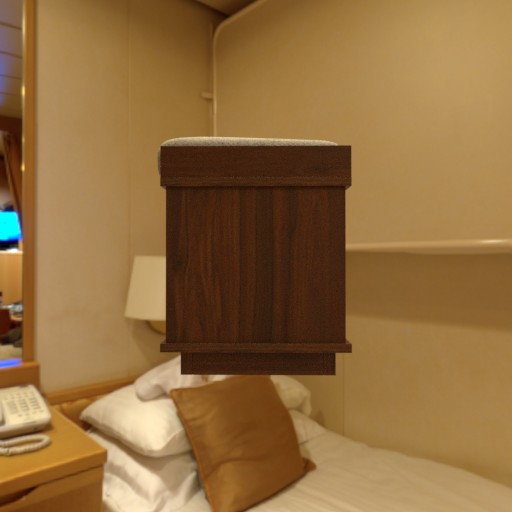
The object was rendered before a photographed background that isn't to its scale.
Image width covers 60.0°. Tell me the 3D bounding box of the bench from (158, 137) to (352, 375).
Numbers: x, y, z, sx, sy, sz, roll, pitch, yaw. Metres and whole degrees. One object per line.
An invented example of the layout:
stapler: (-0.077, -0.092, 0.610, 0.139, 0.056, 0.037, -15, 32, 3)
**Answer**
bench: (0.000, 0.000, 1.409, 0.367, 0.468, 1.196, 0, 0, 1)
